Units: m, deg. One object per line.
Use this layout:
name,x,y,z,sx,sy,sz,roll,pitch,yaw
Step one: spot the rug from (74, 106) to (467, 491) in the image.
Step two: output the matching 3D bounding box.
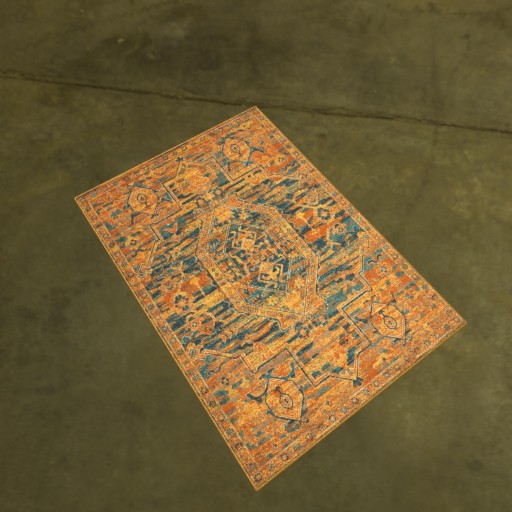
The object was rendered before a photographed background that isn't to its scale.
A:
rug,0.000,0.000,3.786,2.043,0.019,2.916,-32,66,-16
